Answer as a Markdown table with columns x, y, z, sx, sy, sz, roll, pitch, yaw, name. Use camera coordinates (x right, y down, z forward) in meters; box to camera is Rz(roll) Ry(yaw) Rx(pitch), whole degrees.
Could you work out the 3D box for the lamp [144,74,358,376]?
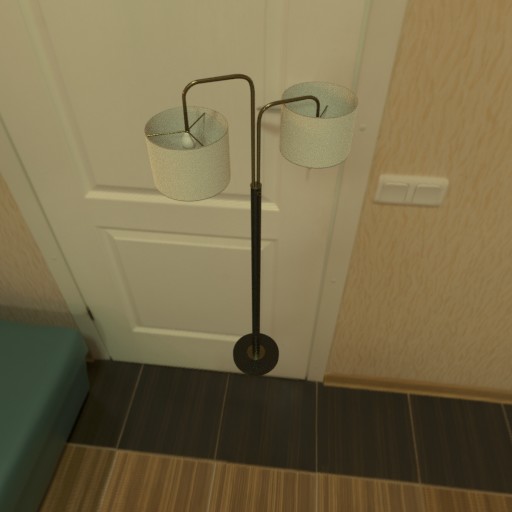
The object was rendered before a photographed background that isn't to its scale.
| x | y | z | sx | sy | sz | roll | pitch | yaw | name |
| --- | --- | --- | --- | --- | --- | --- | --- | --- | --- |
| 0.000 | 0.000 | 1.883 | 0.711 | 1.587 | 0.254 | -17 | 49 | -16 | lamp |
